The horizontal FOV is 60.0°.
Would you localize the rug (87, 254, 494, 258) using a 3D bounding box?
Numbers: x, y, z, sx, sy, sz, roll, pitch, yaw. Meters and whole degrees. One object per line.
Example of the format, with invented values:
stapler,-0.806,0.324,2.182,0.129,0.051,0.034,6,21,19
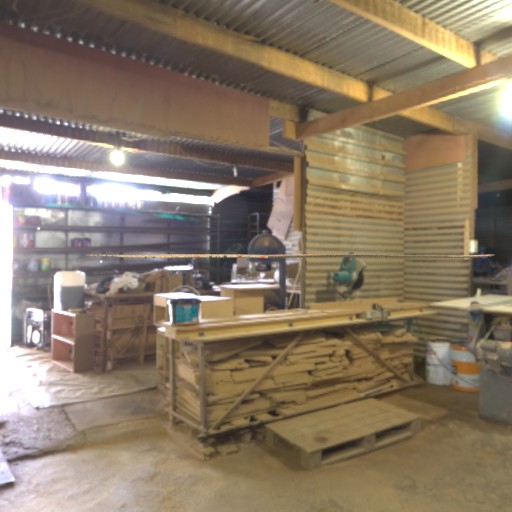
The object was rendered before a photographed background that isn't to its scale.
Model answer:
rug,0.000,0.000,2.300,1.220,0.017,1.835,0,0,-35
